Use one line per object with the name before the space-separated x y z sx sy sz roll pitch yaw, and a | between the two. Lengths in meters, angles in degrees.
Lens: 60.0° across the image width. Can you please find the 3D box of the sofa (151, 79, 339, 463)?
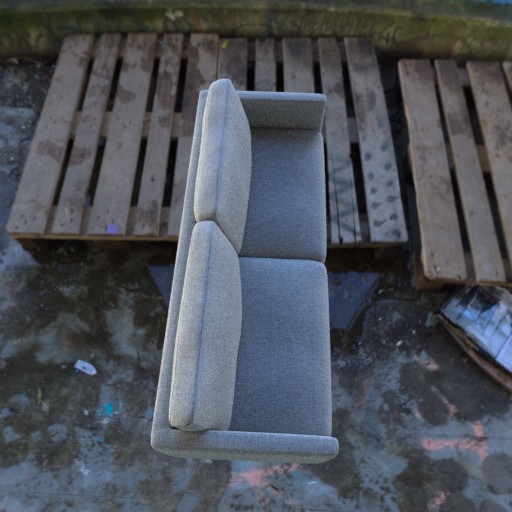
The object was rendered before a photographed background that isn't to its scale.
sofa | 0.000 0.000 2.917 0.948 0.951 2.434 2 63 1
